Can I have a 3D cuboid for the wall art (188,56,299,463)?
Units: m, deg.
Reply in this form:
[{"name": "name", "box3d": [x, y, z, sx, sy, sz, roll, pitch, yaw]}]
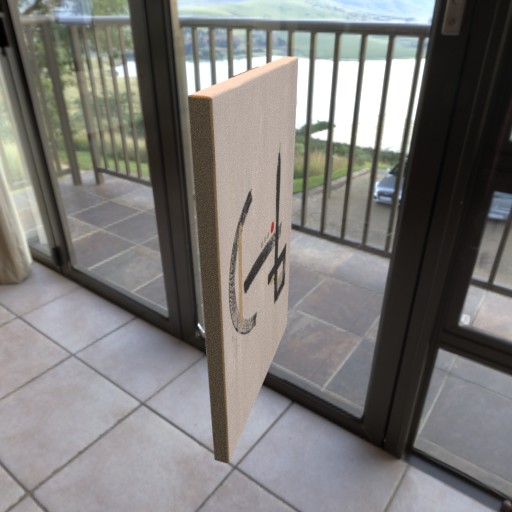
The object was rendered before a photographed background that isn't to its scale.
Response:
[{"name": "wall art", "box3d": [0.000, 0.000, 1.180, 0.048, 0.916, 0.602, 9, 31, 16]}]
